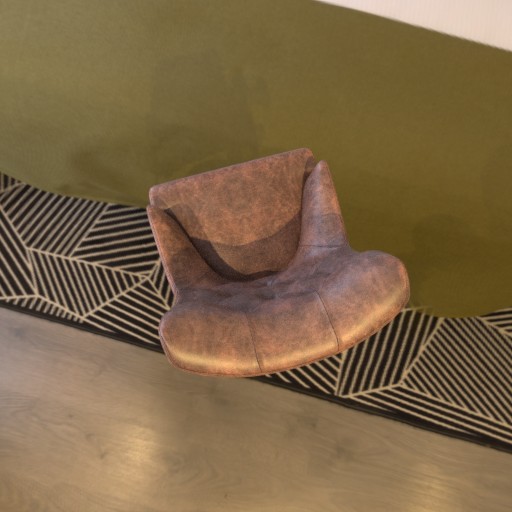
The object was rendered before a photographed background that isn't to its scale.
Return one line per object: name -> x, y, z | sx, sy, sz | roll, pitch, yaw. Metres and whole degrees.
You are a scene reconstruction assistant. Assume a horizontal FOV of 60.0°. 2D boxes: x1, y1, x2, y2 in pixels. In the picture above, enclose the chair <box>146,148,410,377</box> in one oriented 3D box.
chair -> 0.000, 0.000, 1.522 | 0.641, 1.035, 0.762 | -15, 77, -4
